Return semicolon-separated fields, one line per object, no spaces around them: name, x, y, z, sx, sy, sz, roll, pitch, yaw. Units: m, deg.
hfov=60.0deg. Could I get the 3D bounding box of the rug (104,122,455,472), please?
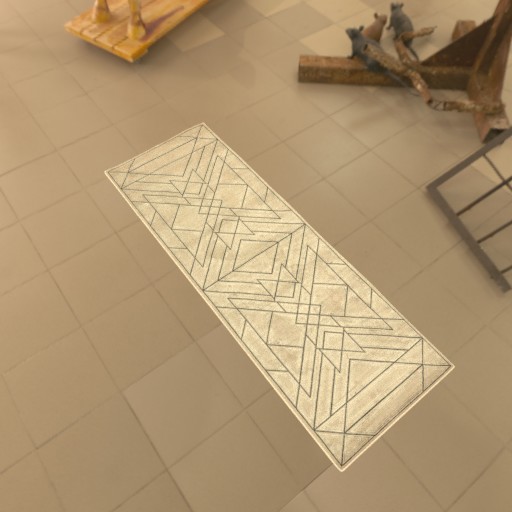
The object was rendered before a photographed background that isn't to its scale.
rug;0.000;0.000;2.703;0.831;0.036;2.381;-33;64;-19
